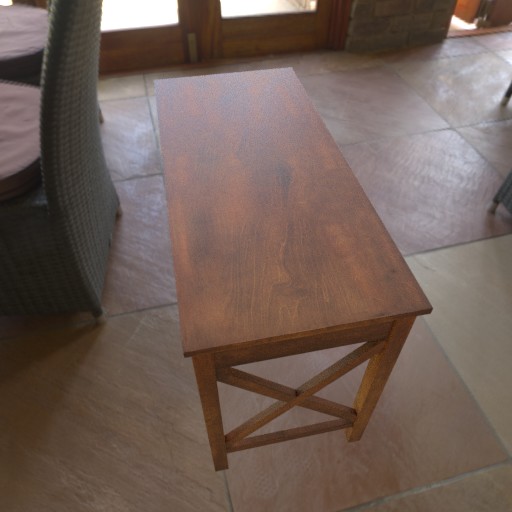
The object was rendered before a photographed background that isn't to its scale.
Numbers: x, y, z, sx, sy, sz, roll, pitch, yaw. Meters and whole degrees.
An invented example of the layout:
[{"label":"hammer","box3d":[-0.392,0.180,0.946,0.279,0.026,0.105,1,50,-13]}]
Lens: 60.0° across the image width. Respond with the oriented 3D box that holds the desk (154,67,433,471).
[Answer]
[{"label":"desk","box3d":[0.000,0.000,1.511,0.508,0.762,1.117,-9,48,-8]}]
